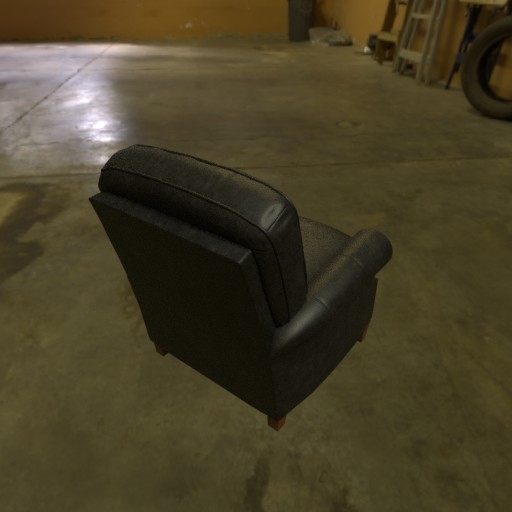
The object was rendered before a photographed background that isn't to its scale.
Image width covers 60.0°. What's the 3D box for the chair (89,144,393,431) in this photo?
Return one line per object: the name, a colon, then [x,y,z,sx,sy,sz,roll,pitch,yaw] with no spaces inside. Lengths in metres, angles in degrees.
chair: [0.000,0.000,1.818,0.936,1.018,0.986,22,38,32]
